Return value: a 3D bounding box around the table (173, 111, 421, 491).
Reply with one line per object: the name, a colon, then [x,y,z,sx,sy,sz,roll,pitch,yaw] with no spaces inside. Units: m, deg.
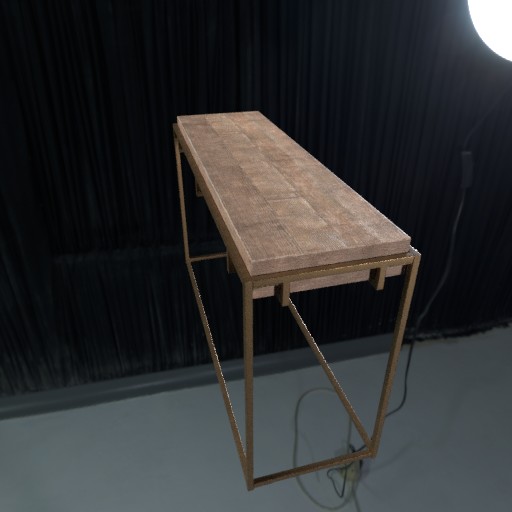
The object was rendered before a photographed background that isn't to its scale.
table: [0.000,0.000,1.789,0.440,0.820,1.400,-8,32,-13]
